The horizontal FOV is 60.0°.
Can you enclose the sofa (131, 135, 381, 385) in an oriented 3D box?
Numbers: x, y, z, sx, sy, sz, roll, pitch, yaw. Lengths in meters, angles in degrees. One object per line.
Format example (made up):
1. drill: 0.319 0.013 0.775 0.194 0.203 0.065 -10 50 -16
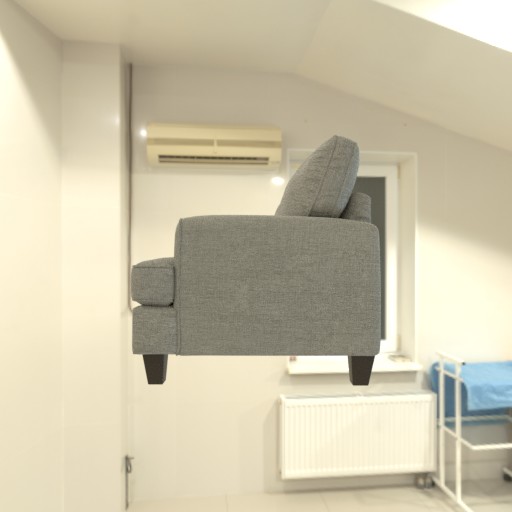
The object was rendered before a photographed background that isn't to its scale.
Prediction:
1. sofa: 0.000 0.000 2.688 0.951 0.965 2.158 0 0 0
